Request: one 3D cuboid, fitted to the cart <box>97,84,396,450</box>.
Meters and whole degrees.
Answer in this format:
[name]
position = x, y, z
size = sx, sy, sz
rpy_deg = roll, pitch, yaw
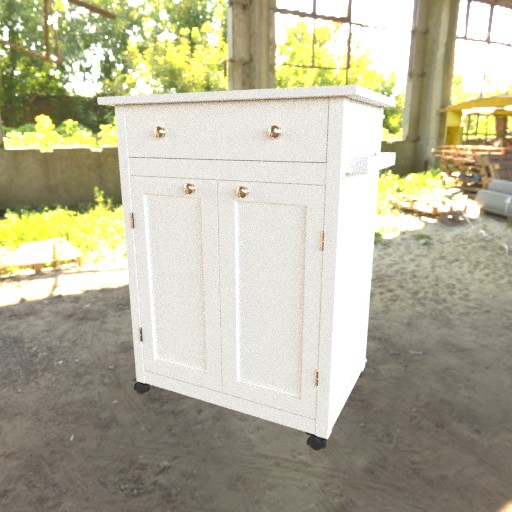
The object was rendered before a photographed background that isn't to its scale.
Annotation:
[cart]
position = 0.000, 0.000, 1.286
size = 0.683, 0.864, 0.442
rpy_deg = 7, 17, 25
